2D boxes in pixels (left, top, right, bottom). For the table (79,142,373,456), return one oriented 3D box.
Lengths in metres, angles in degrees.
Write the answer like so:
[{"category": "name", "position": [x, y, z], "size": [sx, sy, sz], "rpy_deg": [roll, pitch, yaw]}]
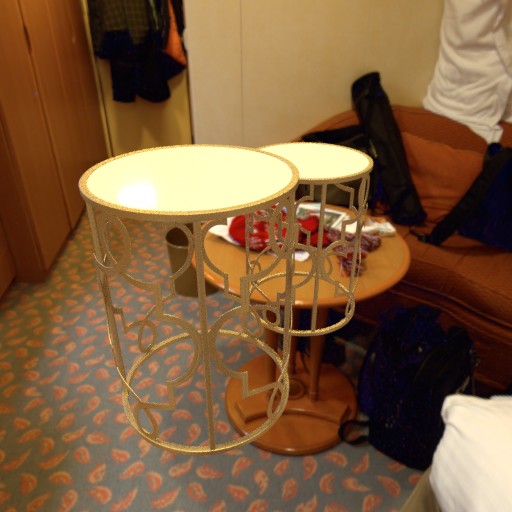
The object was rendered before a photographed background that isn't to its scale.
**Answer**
[{"category": "table", "position": [0.000, 0.000, 1.156], "size": [0.420, 0.564, 0.846], "rpy_deg": [19, 34, 31]}]
